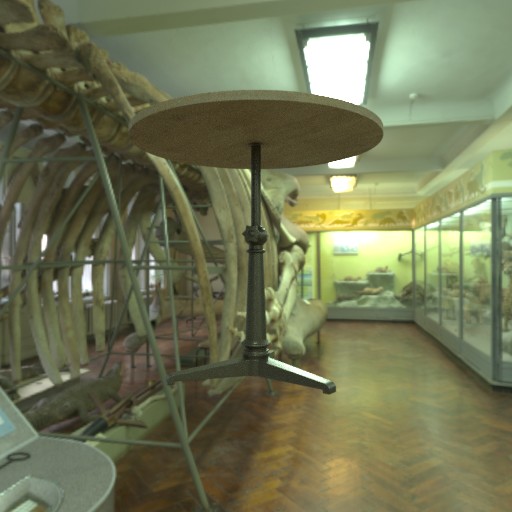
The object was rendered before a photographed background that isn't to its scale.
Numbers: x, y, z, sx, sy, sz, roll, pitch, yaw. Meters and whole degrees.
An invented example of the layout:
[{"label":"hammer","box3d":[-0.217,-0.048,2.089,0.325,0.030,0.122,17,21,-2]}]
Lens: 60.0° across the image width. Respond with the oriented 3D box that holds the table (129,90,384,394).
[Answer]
[{"label":"table","box3d":[0.000,0.000,1.444,0.800,0.780,0.800,0,-1,0]}]
